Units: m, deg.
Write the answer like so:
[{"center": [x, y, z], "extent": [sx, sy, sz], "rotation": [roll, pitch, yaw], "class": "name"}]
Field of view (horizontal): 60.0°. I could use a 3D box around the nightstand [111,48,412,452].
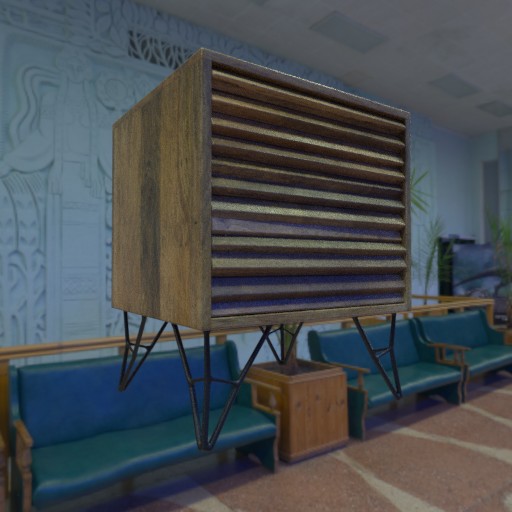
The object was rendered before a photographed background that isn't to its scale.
[{"center": [0.000, 0.000, 0.892], "extent": [0.457, 0.559, 0.406], "rotation": [1, -1, -35], "class": "nightstand"}]
